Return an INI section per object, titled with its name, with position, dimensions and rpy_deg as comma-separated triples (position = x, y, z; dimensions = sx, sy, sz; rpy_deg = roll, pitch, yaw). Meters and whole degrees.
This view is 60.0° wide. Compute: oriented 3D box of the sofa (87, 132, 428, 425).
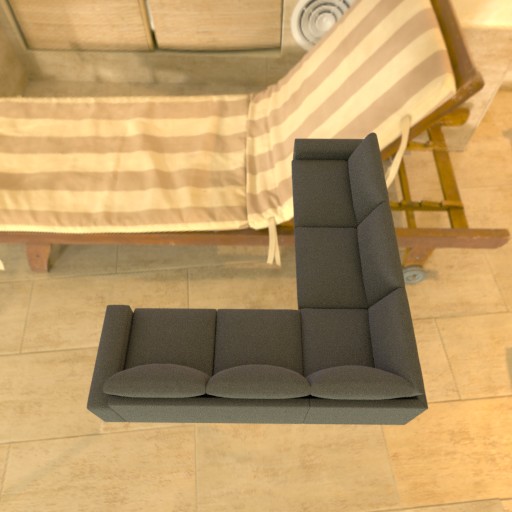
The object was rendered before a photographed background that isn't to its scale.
[sofa]
position = 0.000, 0.000, 4.767
dimensions = 2.895, 0.965, 3.277
rpy_deg = 0, 58, 0
